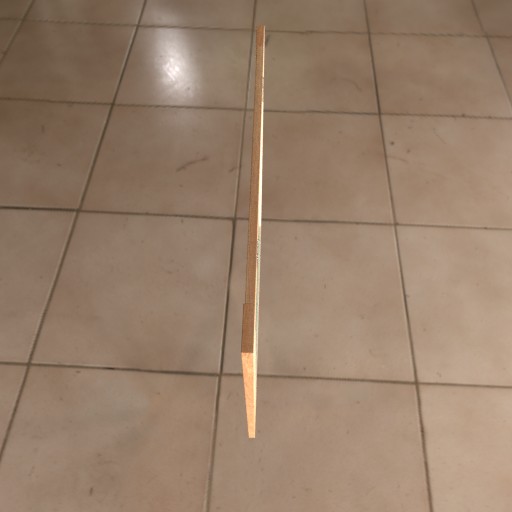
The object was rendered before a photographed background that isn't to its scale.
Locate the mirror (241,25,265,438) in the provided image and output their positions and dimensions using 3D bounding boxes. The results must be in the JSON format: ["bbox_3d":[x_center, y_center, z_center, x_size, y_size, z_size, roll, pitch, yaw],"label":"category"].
[{"bbox_3d":[0.000,0.000,1.194,0.020,0.800,0.800,1,60,1],"label":"mirror"}]
